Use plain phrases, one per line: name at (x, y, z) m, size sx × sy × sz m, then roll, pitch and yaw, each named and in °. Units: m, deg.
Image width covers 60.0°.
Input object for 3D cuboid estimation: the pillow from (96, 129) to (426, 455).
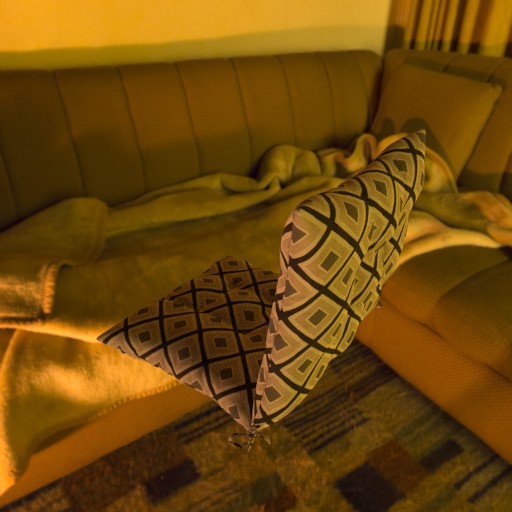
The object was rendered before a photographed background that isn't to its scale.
pillow at (0.000, 0.000, 0.983) m, size 0.585 × 0.536 × 0.541 m, roll 20°, pitch 36°, yaw 30°
